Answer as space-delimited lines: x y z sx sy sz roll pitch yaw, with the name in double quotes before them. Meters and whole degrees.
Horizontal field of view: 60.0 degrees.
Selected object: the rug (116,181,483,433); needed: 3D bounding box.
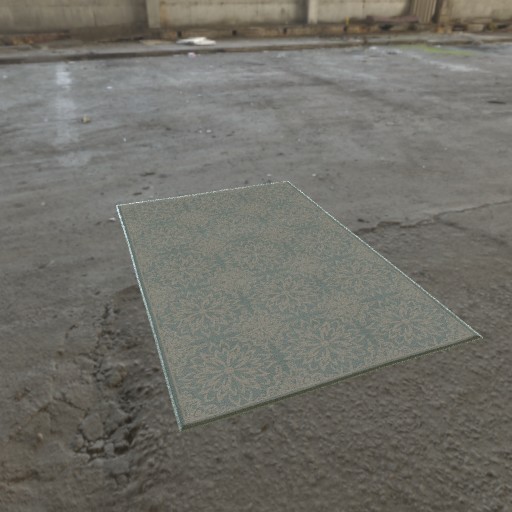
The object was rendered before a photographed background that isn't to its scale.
"rug" 0.000 0.000 2.302 1.219 0.012 1.840 -11 32 -18
